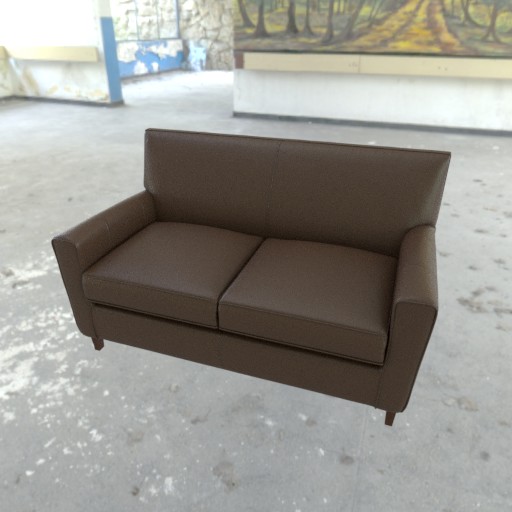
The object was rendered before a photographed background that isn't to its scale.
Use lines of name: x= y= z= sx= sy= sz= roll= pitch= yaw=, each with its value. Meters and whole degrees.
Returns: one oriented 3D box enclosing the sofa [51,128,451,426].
sofa: x=0.000 y=0.000 z=1.951 sx=1.468 sy=0.859 sz=0.853 roll=9 pitch=29 yaw=17
